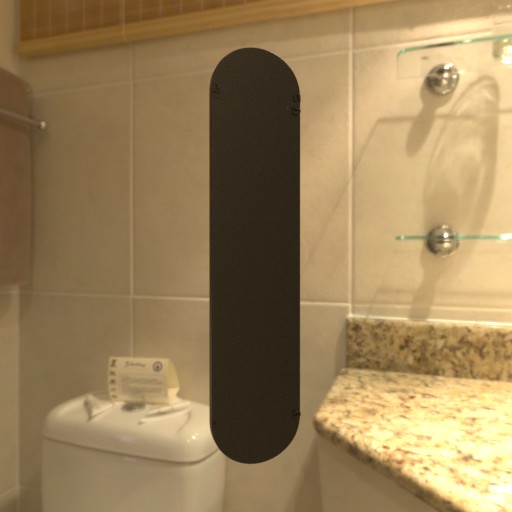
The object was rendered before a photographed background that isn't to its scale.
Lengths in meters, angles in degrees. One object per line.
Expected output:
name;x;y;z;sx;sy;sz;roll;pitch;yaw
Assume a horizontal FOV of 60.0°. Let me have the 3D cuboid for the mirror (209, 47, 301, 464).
mirror;0.000;0.000;1.068;0.222;0.991;0.032;0;0;-19
